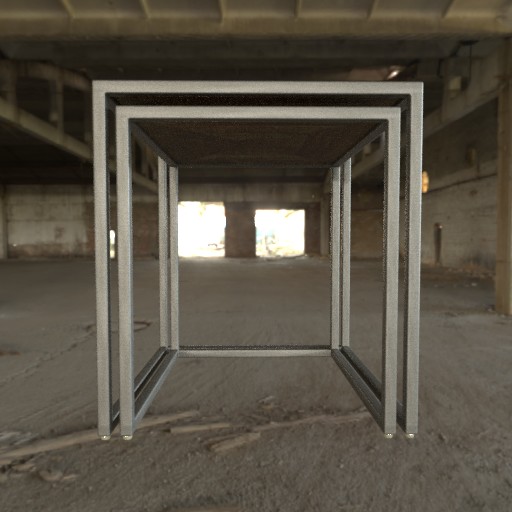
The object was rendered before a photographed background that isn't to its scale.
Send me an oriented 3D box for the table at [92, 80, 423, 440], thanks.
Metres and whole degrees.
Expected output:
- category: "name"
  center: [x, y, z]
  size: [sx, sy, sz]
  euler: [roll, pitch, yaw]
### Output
- category: "table"
  center: [0.000, 0.000, 0.834]
  size: [0.450, 0.500, 0.449]
  euler: [0, 3, -1]
